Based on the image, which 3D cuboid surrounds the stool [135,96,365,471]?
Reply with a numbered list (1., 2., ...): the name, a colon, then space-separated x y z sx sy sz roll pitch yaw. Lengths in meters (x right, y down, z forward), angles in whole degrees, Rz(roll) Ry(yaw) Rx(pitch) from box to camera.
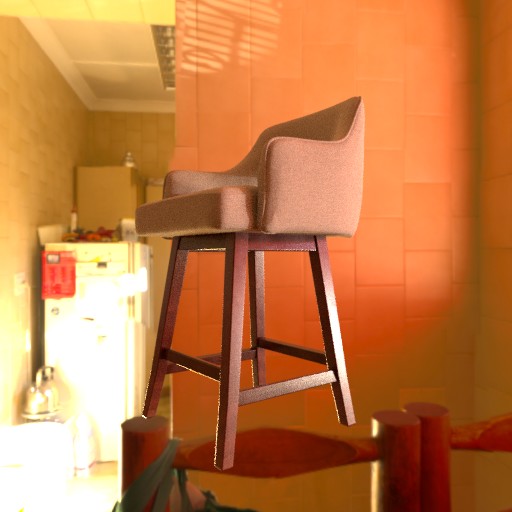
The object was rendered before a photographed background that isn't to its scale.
1. stool: 0.000 0.000 1.279 0.560 0.936 0.550 0 0 -38
